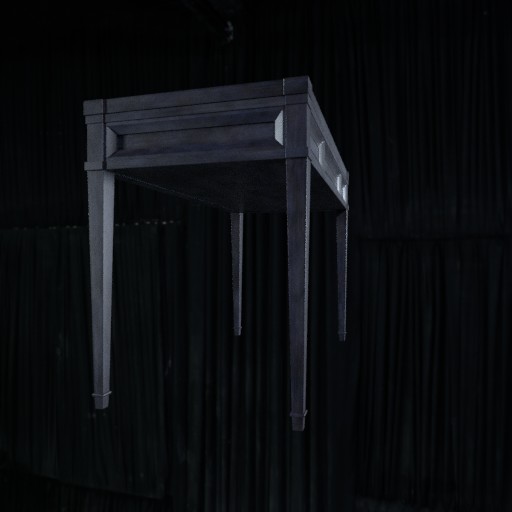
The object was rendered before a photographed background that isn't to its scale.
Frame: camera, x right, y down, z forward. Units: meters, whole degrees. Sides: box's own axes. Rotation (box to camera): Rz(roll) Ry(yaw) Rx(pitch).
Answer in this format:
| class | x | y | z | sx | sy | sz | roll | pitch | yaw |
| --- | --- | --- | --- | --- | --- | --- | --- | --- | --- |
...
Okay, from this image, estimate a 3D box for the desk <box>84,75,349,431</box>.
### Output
| class | x | y | z | sx | sy | sz | roll | pitch | yaw |
| --- | --- | --- | --- | --- | --- | --- | --- | --- | --- |
| desk | 0.000 | 0.000 | 1.765 | 0.630 | 0.861 | 1.289 | 0 | 0 | 16 |
